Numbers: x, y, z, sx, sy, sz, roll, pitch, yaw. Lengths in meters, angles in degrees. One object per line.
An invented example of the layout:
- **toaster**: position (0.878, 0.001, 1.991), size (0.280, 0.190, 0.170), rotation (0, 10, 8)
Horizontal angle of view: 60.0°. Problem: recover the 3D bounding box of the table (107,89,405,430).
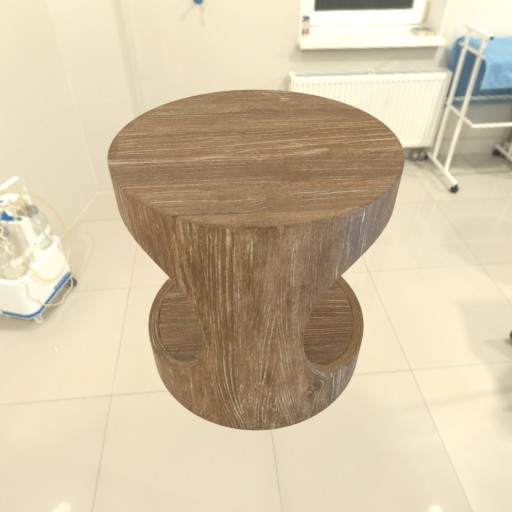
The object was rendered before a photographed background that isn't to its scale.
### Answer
- **table**: position (0.000, 0.000, 0.988), size (0.527, 0.551, 0.527), rotation (0, 40, 0)
